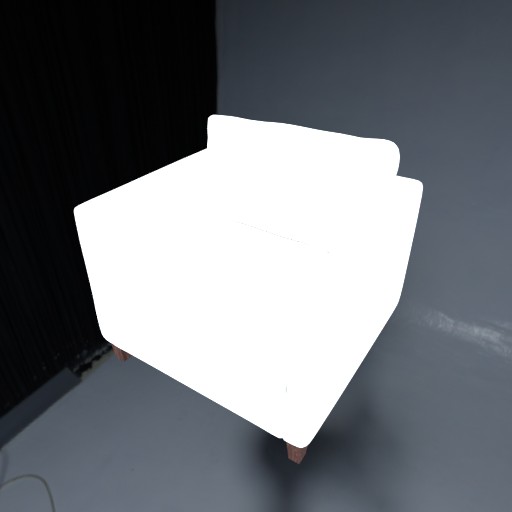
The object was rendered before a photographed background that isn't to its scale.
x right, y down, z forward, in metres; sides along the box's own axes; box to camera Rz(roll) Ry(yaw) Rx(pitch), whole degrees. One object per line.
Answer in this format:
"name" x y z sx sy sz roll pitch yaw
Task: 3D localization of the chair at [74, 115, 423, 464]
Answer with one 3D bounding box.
"chair" 0.000 0.000 1.773 0.996 0.919 0.959 19 37 28
